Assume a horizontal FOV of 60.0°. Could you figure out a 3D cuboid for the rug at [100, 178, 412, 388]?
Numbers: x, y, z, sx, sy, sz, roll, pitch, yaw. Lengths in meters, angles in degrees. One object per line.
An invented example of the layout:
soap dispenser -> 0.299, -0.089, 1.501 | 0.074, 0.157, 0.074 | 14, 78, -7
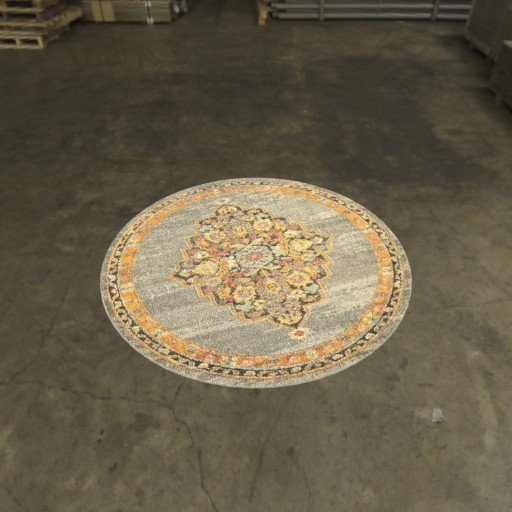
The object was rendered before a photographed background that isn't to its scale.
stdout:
rug -> 0.000, 0.000, 2.351 | 1.598, 0.010, 1.598 | 0, 41, 0
